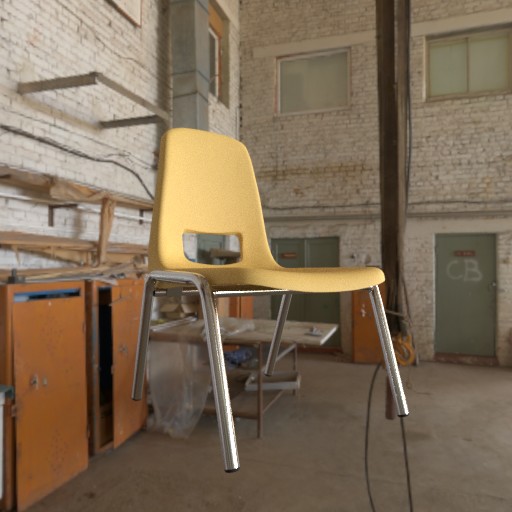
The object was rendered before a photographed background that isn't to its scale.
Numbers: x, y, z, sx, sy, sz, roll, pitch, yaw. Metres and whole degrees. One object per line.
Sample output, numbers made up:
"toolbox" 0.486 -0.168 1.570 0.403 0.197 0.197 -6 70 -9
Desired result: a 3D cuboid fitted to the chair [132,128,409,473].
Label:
"chair" 0.000 0.000 0.789 0.354 0.536 0.385 1 -2 -36
